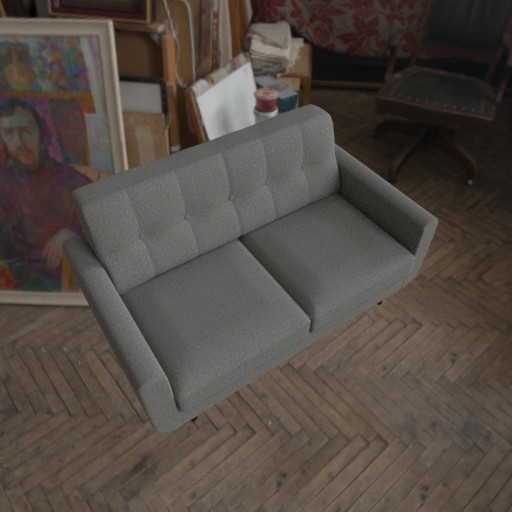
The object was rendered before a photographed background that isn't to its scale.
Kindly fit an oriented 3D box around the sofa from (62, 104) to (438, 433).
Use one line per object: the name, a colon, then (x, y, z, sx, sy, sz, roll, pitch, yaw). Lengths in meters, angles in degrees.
sofa: (0.000, 0.000, 2.303, 1.651, 0.925, 0.952, -27, 53, -22)
